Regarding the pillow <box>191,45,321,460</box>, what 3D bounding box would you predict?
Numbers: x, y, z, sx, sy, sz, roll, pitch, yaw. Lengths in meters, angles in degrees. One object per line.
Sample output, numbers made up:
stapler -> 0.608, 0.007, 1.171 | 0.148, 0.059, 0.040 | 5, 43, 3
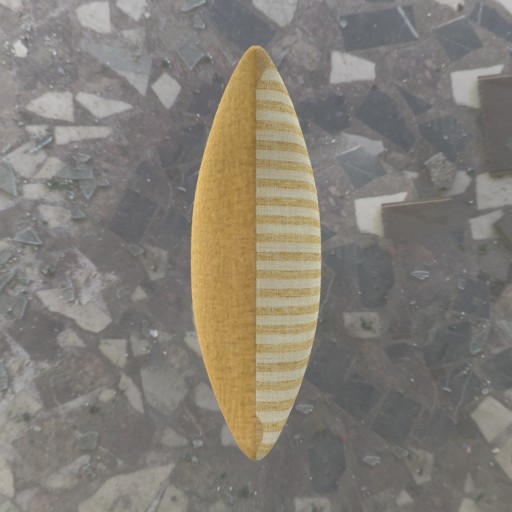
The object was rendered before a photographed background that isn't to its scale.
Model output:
pillow -> 0.000, 0.000, 0.636 | 0.173, 0.407, 0.419 | 0, 90, 0
